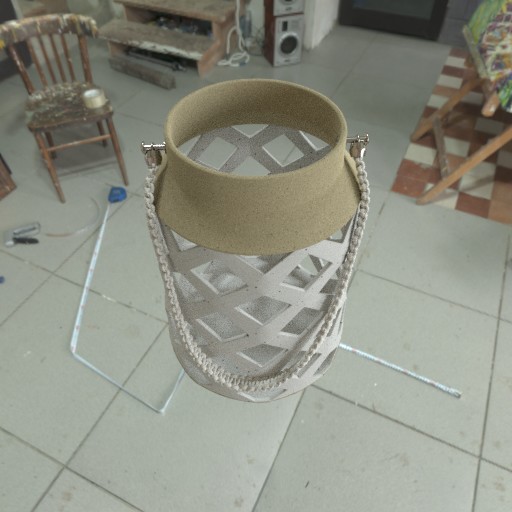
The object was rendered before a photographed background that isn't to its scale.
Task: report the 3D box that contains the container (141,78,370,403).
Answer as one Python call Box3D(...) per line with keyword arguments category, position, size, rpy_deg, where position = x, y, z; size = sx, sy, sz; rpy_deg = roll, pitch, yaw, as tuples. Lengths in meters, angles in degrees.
Box3D(category="container", position=(0.000, 0.000, 0.345), size=(0.163, 0.229, 0.172), rpy_deg=(-3, 48, -3))
